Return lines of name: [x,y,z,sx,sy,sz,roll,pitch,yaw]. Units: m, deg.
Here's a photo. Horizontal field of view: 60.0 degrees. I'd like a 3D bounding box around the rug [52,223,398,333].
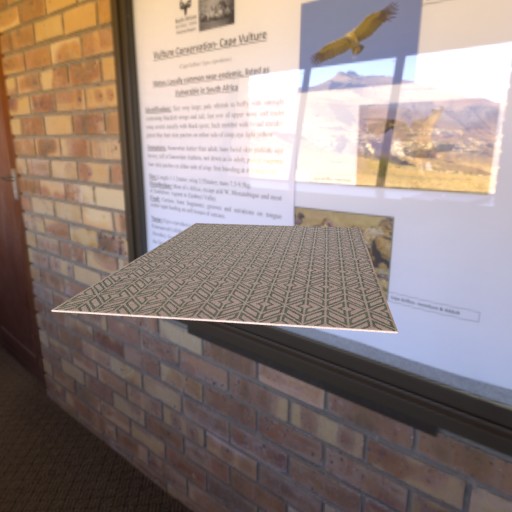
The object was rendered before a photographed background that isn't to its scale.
rug: [0.000,0.000,2.395,1.220,0.007,1.828,2,15,9]
